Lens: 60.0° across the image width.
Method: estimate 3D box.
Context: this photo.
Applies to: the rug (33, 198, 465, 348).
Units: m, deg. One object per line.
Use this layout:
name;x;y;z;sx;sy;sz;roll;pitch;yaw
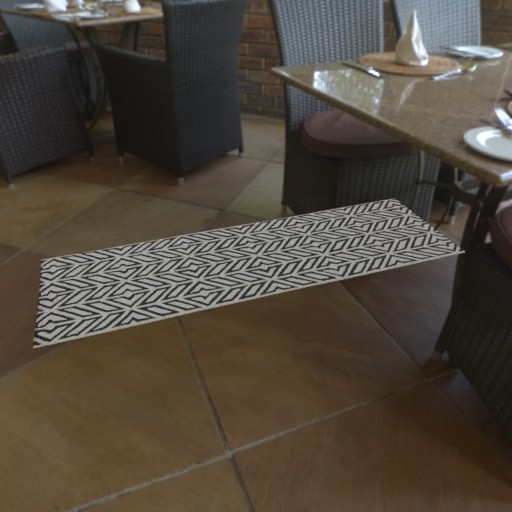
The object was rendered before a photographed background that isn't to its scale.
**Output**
rug;0.000;0.000;2.662;2.435;0.009;0.750;-11;36;-16
